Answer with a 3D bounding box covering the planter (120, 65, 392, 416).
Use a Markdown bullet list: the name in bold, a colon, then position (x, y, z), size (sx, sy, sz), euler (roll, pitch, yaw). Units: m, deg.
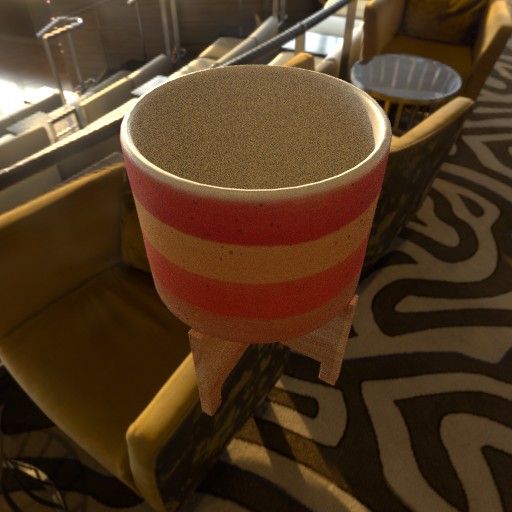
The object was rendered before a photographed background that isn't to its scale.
- **planter**: position (0.000, 0.000, 0.558), size (0.269, 0.379, 0.269), euler (0, 44, 0)
